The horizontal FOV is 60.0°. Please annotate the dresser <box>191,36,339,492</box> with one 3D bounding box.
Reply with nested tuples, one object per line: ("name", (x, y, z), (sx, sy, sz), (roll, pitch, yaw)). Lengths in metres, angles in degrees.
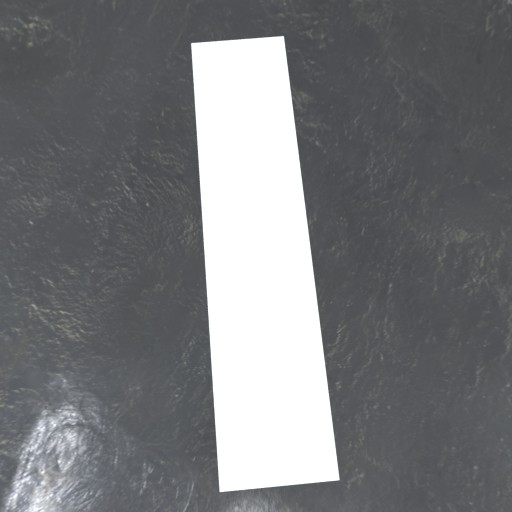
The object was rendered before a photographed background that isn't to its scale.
("dresser", (0.000, 0.000, 2.522), (0.500, 0.840, 2.200), (-5, 76, -1))
